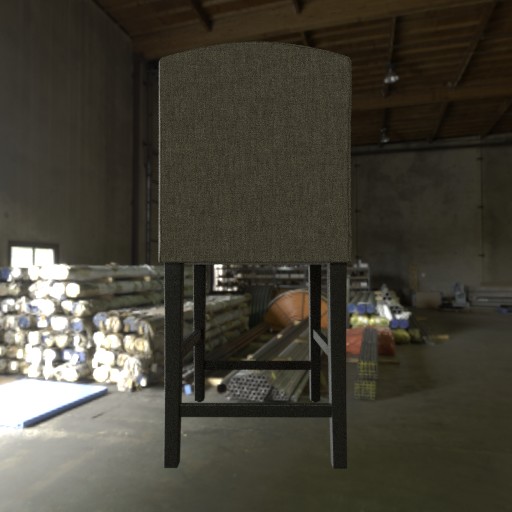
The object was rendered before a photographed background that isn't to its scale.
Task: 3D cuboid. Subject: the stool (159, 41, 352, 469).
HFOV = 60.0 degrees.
[{"bbox_3d":[0.000,0.000,1.263,0.451,0.966,0.552,0,-2,0],"label":"stool"}]
